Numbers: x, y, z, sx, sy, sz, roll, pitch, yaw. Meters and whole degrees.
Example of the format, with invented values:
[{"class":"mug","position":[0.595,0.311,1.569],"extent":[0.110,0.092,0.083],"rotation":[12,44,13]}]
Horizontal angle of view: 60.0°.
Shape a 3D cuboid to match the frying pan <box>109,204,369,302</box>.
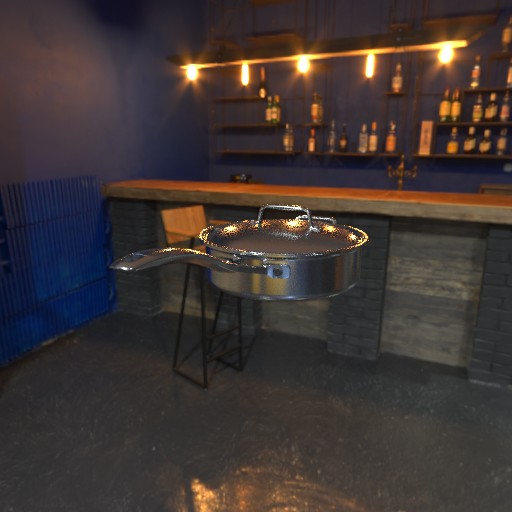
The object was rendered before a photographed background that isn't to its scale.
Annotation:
[{"class":"frying pan","position":[0.000,0.000,0.576],"extent":[0.245,0.111,0.492],"rotation":[7,16,26]}]
